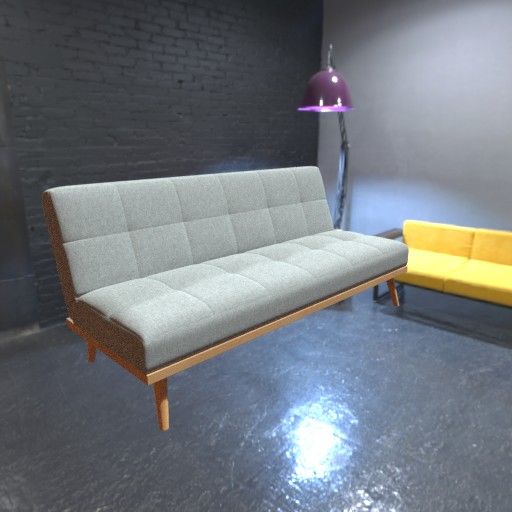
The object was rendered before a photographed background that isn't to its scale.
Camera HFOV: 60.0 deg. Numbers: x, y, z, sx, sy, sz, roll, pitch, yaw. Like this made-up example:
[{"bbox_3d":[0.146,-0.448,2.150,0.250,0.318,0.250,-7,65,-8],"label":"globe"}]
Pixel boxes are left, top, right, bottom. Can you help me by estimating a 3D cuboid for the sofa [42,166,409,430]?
[{"bbox_3d":[0.000,0.000,2.299,1.820,0.800,0.800,-15,21,-42],"label":"sofa"}]
